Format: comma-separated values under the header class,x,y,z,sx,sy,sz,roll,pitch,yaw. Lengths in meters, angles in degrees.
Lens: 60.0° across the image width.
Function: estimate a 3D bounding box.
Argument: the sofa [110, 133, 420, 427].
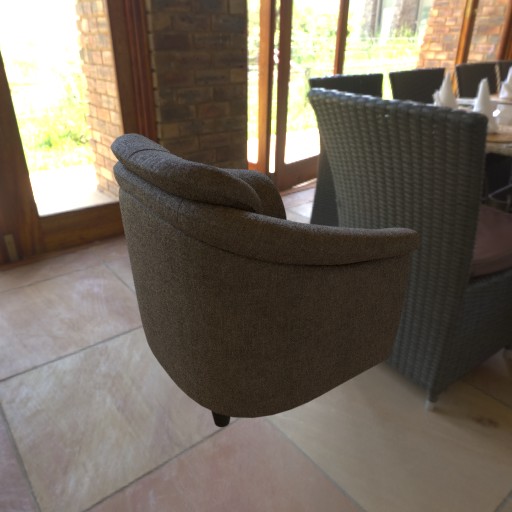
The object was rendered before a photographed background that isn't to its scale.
class,x,y,z,sx,sy,sz,roll,pitch,yaw
sofa,0.000,0.000,1.490,0.794,0.811,0.870,-17,31,-31
